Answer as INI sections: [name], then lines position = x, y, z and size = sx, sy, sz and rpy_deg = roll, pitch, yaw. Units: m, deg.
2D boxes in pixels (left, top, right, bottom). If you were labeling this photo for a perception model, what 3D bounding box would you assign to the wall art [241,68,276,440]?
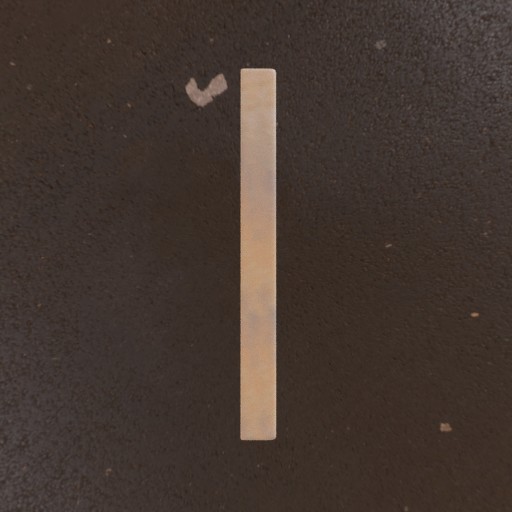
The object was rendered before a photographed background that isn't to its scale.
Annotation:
[wall art]
position = 0.000, 0.000, 0.781
size = 0.038, 0.610, 0.401
rpy_deg = 0, 90, 0
